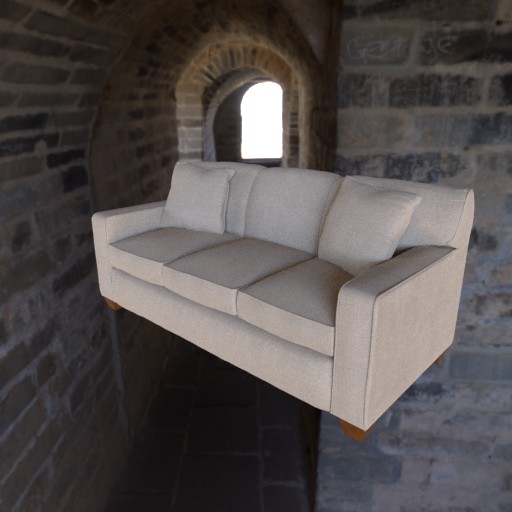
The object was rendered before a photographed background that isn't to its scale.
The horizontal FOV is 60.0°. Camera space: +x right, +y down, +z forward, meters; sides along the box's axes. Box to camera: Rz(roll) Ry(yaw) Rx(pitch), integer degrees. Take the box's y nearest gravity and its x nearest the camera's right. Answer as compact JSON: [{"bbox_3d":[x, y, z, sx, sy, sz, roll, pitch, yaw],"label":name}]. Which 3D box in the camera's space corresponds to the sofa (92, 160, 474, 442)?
[{"bbox_3d":[0.000,0.000,2.558,2.024,0.958,0.997,16,24,40],"label":"sofa"}]
